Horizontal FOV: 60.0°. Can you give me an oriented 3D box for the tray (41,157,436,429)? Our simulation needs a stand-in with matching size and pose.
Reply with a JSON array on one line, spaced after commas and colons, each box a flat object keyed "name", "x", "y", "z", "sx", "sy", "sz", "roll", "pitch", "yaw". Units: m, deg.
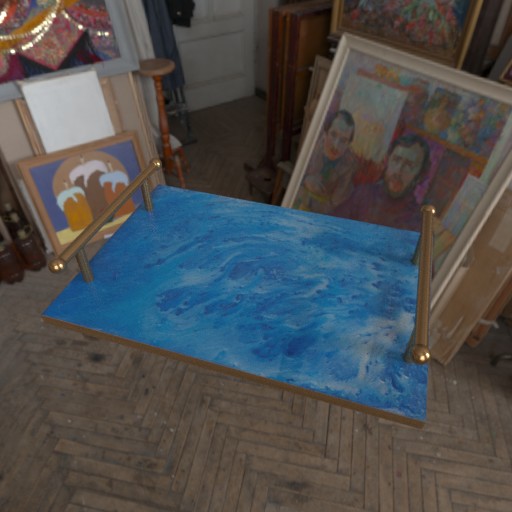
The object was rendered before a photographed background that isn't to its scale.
[{"name": "tray", "x": 0.000, "y": 0.000, "z": 0.569, "sx": 0.444, "sy": 0.084, "sz": 0.304, "roll": 12, "pitch": 43, "yaw": 13}]
